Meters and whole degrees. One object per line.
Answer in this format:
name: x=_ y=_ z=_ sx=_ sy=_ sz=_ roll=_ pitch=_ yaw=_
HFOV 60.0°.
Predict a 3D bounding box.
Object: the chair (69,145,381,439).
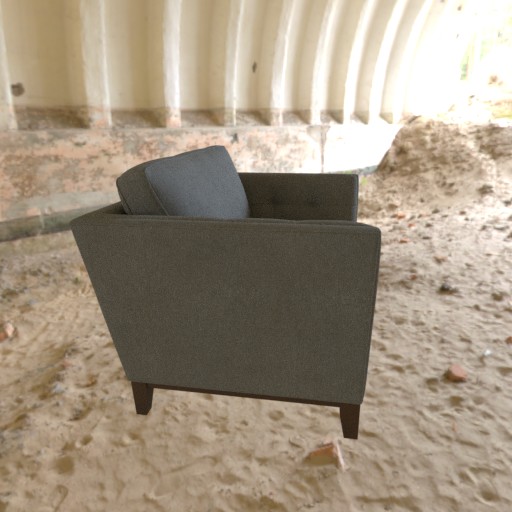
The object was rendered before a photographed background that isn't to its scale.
chair: x=0.000 y=0.000 z=2.057 sx=0.965 sy=0.942 sz=1.396 roll=3 pitch=17 yaw=9
